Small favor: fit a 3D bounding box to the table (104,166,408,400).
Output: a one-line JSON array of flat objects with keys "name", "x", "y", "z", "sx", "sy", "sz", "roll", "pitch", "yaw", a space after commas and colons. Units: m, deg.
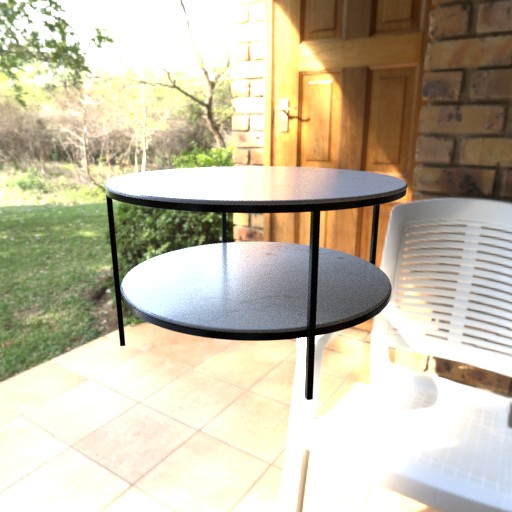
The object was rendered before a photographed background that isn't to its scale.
[{"name": "table", "x": 0.000, "y": 0.000, "z": 1.291, "sx": 0.800, "sy": 0.450, "sz": 0.800, "roll": 0, "pitch": 16, "yaw": 0}]
